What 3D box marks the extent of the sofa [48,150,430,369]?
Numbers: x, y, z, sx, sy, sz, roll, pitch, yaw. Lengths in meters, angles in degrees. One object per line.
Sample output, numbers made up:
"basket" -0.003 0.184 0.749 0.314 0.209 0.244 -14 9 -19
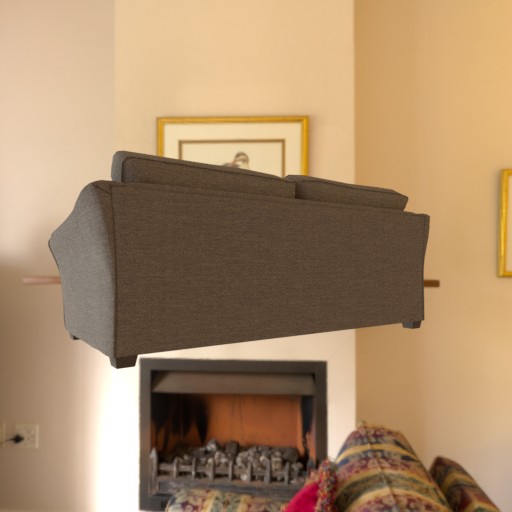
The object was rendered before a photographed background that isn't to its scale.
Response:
"sofa" 0.000 0.000 2.752 2.270 0.950 0.971 1 -1 -35
